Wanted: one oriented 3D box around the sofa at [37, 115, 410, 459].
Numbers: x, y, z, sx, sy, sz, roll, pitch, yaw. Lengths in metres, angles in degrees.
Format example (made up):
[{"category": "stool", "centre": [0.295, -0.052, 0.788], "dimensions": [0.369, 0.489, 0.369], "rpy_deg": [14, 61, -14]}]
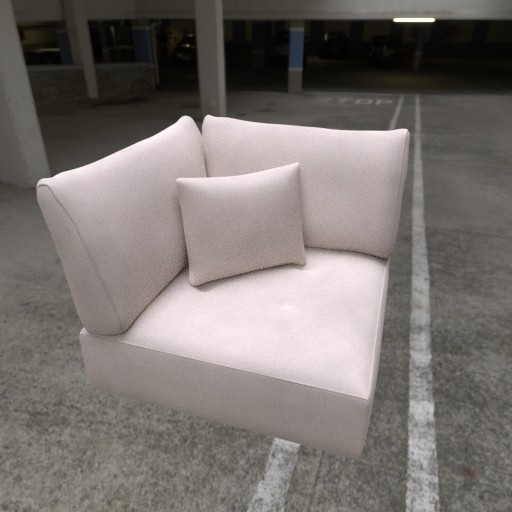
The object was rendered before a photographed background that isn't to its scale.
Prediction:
[{"category": "sofa", "centre": [0.000, 0.000, 1.676], "dimensions": [1.000, 0.820, 1.000], "rpy_deg": [9, 30, 16]}]
